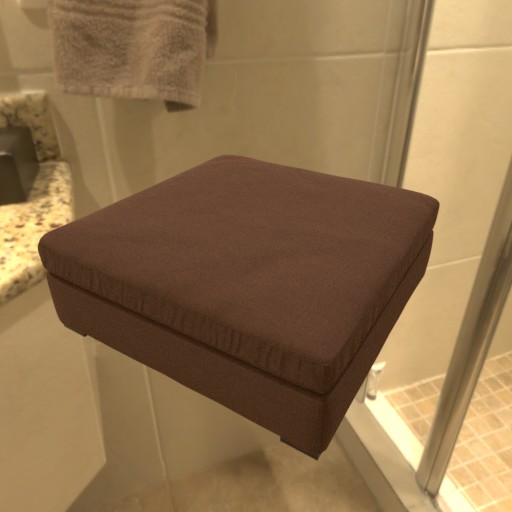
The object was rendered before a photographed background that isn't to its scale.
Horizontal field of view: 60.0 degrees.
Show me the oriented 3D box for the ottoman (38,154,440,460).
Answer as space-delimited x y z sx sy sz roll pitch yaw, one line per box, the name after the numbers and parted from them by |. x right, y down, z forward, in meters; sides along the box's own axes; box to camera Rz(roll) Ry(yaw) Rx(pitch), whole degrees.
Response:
0.000 0.000 1.829 1.181 0.470 1.181 18 35 27 | ottoman
